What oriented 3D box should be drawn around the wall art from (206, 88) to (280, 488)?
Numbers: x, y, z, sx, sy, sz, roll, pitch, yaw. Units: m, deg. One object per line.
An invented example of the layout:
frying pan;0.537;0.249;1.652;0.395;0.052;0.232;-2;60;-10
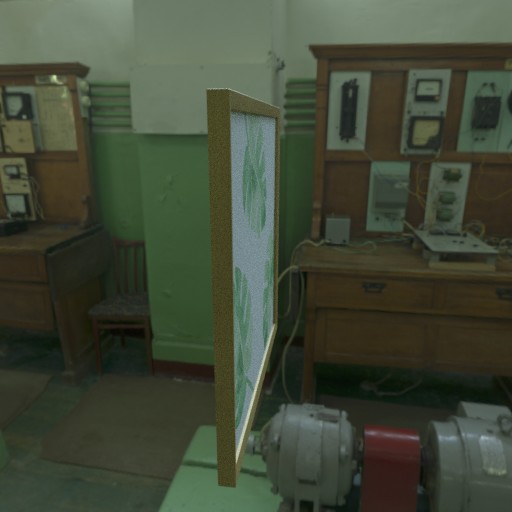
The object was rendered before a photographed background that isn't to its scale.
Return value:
wall art;0.000;0.000;1.159;0.037;0.763;0.763;3;16;9
